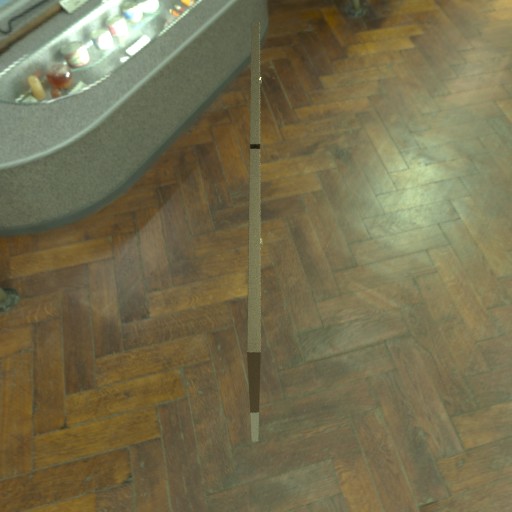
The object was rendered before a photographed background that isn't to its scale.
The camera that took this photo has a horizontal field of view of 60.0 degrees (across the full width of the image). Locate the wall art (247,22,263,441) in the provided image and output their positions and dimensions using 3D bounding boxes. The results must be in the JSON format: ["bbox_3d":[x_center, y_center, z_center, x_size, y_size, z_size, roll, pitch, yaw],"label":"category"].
[{"bbox_3d":[0.000,0.000,1.517,0.030,1.032,1.032,0,59,0],"label":"wall art"}]
